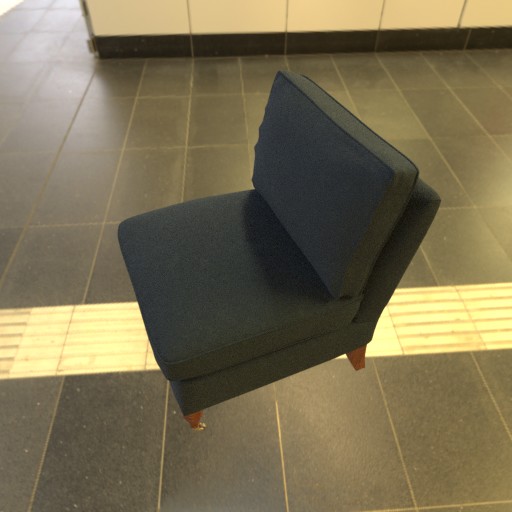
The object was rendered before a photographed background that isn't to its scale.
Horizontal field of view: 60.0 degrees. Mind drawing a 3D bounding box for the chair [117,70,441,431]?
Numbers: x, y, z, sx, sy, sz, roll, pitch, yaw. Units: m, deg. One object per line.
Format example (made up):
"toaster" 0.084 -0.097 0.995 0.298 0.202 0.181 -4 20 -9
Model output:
"chair" 0.000 0.000 1.650 0.912 1.052 0.724 -17 48 -16
